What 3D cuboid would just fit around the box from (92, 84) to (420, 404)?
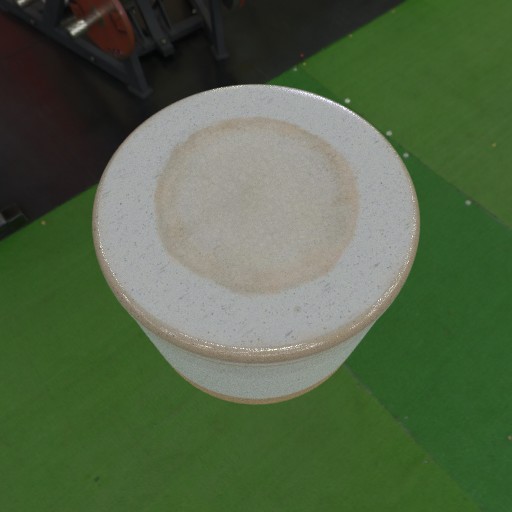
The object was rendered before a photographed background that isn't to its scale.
[{"bbox_3d":[0.000,0.000,0.260,0.154,0.123,0.154,0,62,0],"label":"box"}]
